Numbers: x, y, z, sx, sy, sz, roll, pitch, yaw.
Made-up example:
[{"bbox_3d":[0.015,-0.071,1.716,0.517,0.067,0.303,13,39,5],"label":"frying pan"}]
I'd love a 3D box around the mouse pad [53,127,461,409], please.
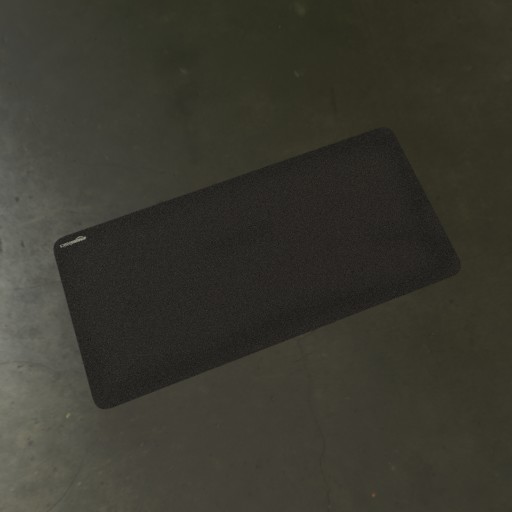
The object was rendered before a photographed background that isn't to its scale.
[{"bbox_3d":[0.000,0.000,1.066,0.907,0.003,0.424,-20,76,-5],"label":"mouse pad"}]
